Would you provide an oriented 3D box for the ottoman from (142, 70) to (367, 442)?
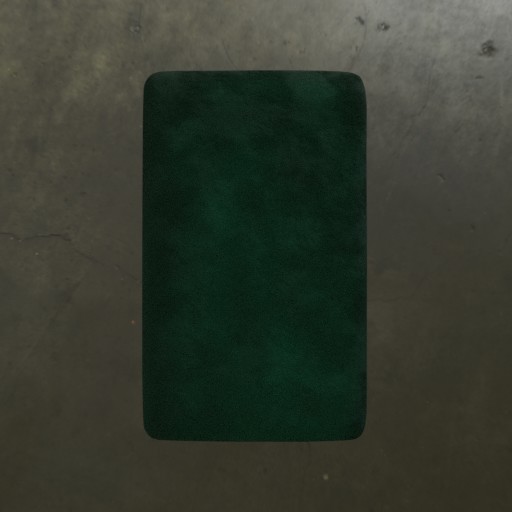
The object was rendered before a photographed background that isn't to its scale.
[{"bbox_3d":[0.000,0.000,1.266,0.536,0.533,0.886,0,90,1],"label":"ottoman"}]
